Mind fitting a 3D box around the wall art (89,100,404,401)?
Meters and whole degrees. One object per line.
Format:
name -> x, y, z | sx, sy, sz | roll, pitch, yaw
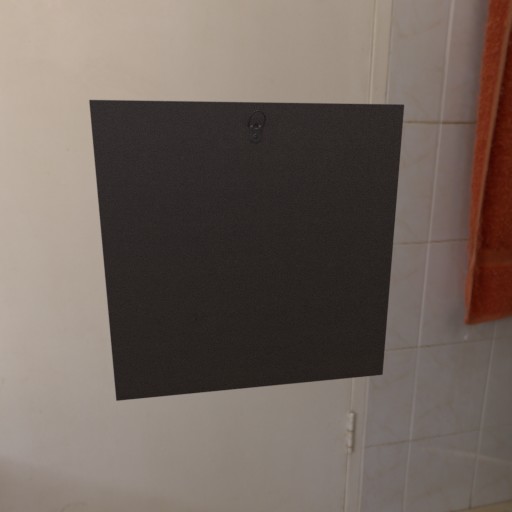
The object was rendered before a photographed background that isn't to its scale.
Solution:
wall art -> 0.000, 0.000, 0.532 | 0.349, 0.349, 0.038 | -3, 15, -10
